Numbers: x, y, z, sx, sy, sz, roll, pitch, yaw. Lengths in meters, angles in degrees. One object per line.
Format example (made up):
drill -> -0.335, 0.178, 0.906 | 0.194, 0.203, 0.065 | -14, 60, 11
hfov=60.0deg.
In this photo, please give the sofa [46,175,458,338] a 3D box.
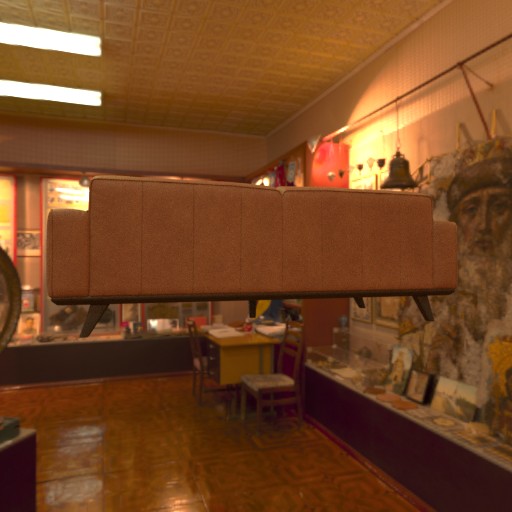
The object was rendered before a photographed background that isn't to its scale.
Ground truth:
sofa -> 0.000, 0.000, 2.741 | 2.270, 0.780, 0.953 | 0, -1, -17
